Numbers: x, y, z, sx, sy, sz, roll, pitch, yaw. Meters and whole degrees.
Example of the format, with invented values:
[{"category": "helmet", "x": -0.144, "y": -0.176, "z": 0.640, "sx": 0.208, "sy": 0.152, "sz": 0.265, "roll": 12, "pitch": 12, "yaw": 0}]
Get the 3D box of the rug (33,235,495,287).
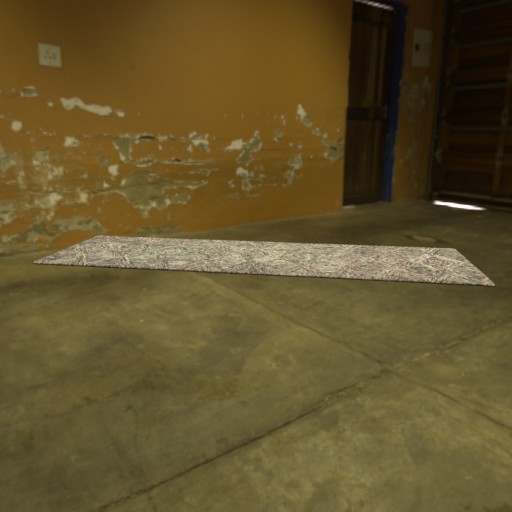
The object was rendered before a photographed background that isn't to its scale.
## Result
[{"category": "rug", "x": 0.000, "y": 0.000, "z": 2.503, "sx": 2.305, "sy": 0.013, "sz": 0.719, "roll": 2, "pitch": 15, "yaw": 9}]
